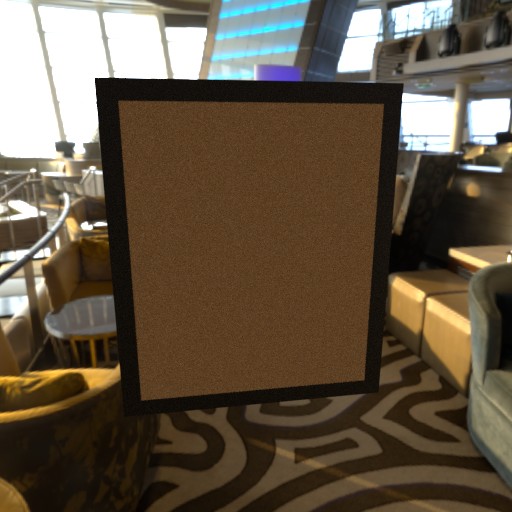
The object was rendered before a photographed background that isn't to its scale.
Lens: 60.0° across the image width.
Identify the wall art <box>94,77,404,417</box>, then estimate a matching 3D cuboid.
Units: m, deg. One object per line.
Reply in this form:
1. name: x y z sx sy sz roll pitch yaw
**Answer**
1. wall art: 0.000 0.000 0.689 0.432 0.508 0.025 -2 15 -9
